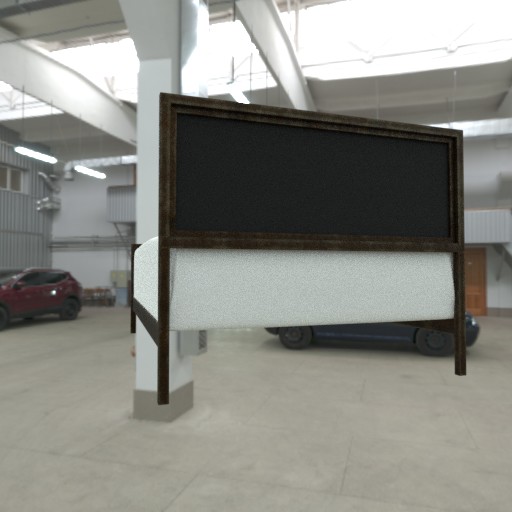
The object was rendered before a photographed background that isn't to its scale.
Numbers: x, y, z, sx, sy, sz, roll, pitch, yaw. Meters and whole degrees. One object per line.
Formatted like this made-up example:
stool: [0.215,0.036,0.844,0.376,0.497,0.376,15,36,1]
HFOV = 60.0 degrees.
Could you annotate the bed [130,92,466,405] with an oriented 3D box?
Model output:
bed: [0.000,0.000,3.163,1.607,1.313,2.221,1,-2,-19]
